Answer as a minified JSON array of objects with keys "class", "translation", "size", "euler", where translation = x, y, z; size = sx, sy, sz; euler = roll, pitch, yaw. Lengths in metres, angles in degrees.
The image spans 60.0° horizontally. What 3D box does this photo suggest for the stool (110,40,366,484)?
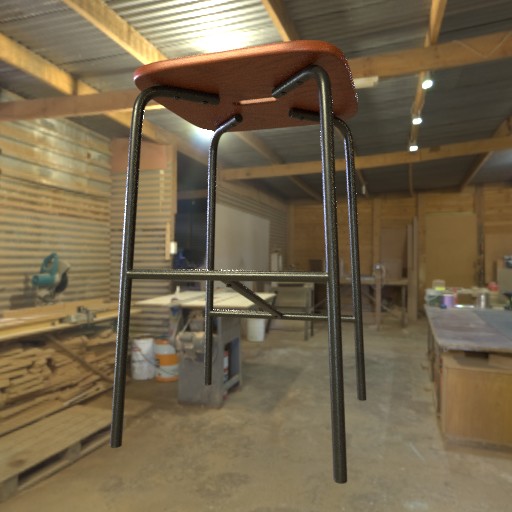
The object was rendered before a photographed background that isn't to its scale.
[{"class":"stool","translation":[0.000,0.000,0.828],"size":[0.376,0.610,0.376],"euler":[0,0,18]}]
